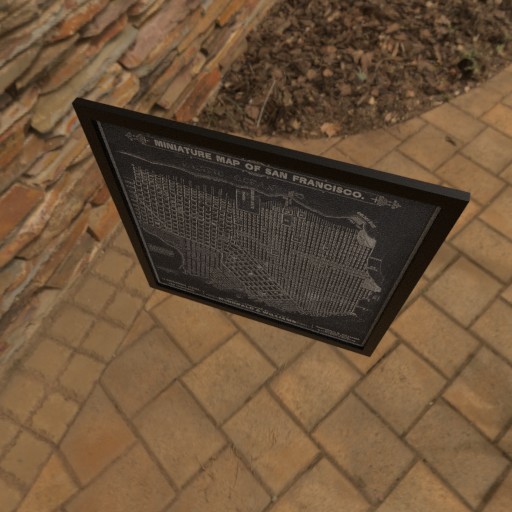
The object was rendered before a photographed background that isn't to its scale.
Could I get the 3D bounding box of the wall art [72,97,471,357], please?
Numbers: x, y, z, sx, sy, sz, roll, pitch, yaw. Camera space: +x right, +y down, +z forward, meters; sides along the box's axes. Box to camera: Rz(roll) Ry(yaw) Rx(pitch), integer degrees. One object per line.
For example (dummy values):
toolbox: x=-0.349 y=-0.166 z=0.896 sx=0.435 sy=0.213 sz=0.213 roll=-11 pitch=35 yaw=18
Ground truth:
wall art: x=0.000 y=0.000 z=0.680 sx=0.457 sy=0.458 sz=0.012 roll=16 pitch=59 yaw=10
